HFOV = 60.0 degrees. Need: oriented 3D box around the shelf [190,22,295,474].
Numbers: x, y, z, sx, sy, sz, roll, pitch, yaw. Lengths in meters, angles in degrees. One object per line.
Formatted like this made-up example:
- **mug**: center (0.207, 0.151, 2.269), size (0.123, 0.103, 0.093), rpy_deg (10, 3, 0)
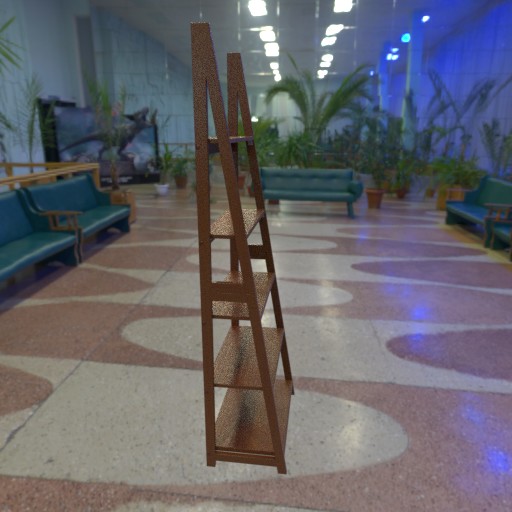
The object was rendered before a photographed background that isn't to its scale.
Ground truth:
- **shelf**: center (0.000, 0.000, 1.998), size (0.356, 1.780, 0.630), rpy_deg (2, 16, 8)
